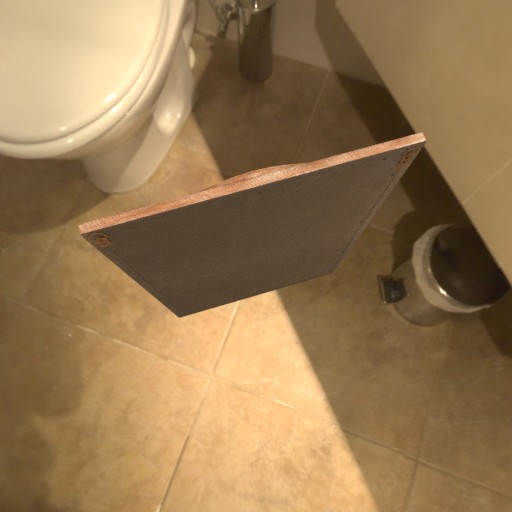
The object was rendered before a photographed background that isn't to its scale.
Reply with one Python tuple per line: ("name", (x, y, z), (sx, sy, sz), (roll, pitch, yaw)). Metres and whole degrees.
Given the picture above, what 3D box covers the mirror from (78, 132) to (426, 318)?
("mirror", (0.000, 0.000, 0.988), (0.495, 0.787, 0.058), (-16, 75, -4))
